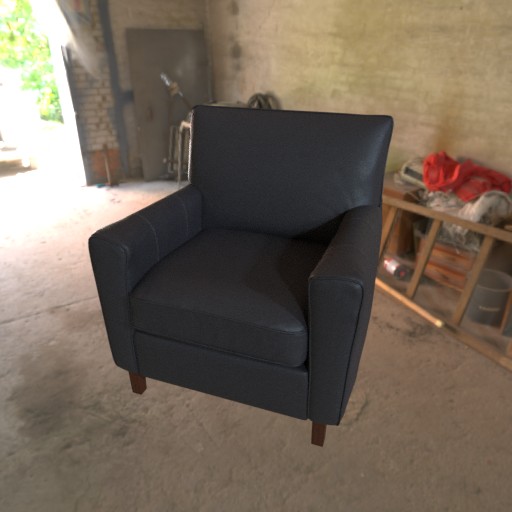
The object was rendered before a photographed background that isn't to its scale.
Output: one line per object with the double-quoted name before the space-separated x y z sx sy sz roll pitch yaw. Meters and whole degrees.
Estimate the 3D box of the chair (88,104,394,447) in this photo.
"chair" 0.000 0.000 1.642 0.870 0.943 0.825 9 28 18
